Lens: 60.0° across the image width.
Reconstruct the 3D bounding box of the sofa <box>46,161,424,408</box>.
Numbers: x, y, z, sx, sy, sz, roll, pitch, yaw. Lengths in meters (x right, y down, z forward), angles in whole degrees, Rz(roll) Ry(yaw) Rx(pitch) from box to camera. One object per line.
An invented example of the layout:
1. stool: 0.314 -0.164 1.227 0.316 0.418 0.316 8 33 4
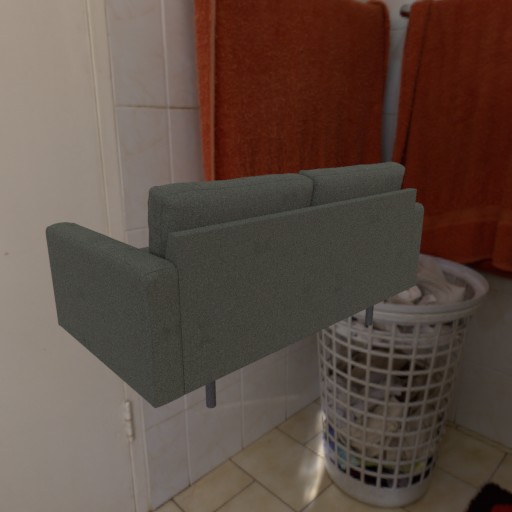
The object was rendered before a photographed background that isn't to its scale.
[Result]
1. sofa: 0.000 0.000 2.252 1.730 0.897 0.889 -15 22 -41
